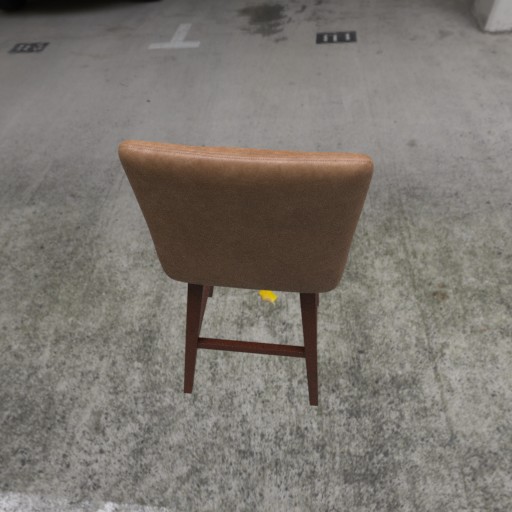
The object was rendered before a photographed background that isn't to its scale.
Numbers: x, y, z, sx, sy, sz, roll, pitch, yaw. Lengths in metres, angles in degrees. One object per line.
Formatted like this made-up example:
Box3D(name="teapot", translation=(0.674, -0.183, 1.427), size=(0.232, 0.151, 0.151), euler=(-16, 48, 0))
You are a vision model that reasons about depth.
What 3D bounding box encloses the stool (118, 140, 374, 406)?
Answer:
Box3D(name="stool", translation=(0.000, 0.000, 1.341), size=(0.487, 1.079, 0.572), euler=(4, 47, 4))
